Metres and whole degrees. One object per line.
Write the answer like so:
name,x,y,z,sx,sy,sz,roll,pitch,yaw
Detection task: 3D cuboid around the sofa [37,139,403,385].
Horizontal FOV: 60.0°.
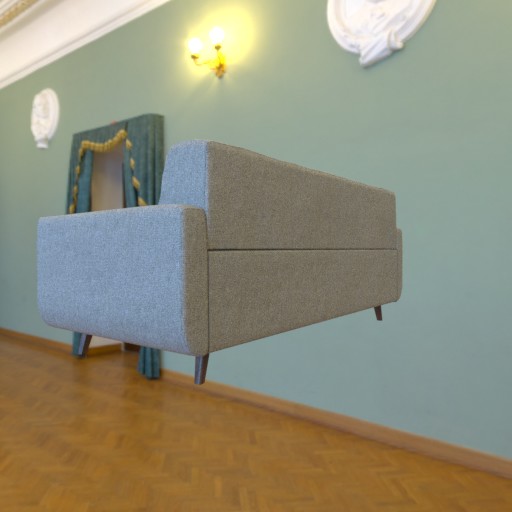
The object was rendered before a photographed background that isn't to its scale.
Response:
sofa,0.000,0.000,2.488,0.968,0.873,2.055,1,1,37
